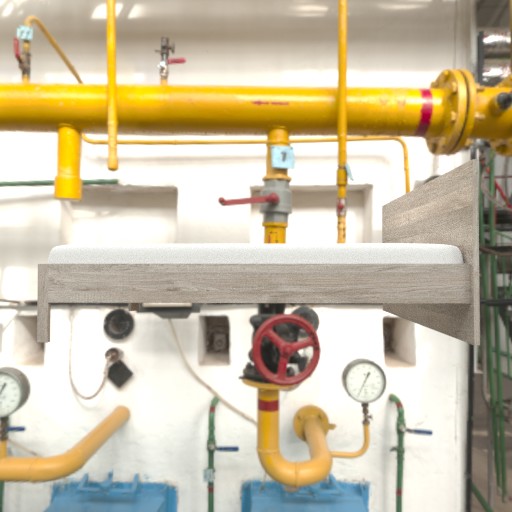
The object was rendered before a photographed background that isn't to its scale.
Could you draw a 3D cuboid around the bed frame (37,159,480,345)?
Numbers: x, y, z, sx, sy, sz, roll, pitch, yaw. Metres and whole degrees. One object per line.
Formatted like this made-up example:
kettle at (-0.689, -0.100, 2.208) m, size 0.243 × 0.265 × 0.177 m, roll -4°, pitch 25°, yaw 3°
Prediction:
bed frame at (0.000, 0.000, 2.671) m, size 1.950 × 0.800 × 1.490 m, roll 0°, pitch -1°, yaw 1°
